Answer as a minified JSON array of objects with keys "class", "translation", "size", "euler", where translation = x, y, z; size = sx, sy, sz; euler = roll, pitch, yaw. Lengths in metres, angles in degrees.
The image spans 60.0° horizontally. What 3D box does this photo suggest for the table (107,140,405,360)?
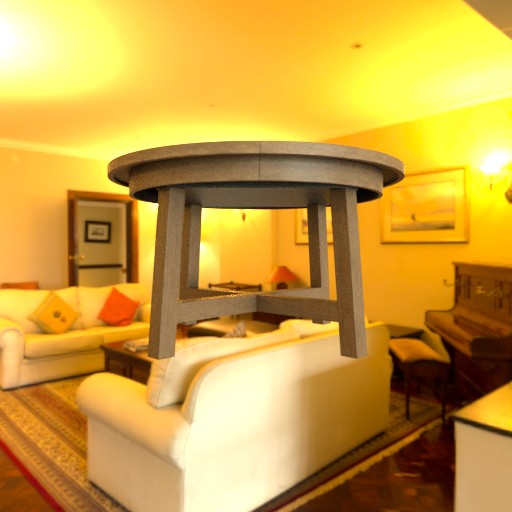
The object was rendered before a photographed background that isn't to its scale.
[{"class":"table","translation":[0.000,0.000,2.080],"size":[1.319,0.762,1.319],"euler":[0,1,0]}]
